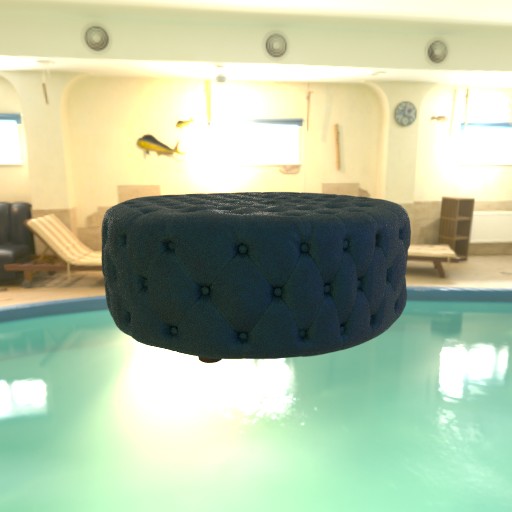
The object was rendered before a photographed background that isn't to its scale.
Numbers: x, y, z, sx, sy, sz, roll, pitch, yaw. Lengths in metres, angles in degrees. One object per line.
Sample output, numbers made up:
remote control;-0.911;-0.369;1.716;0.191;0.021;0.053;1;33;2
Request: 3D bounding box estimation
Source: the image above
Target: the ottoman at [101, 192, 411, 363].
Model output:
ottoman;0.000;0.000;1.522;0.998;0.398;0.998;0;12;0
